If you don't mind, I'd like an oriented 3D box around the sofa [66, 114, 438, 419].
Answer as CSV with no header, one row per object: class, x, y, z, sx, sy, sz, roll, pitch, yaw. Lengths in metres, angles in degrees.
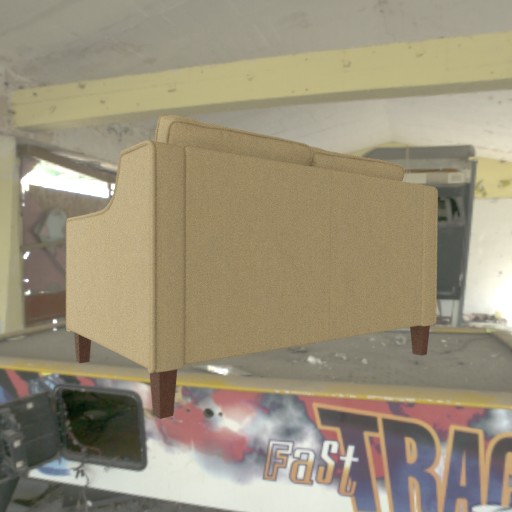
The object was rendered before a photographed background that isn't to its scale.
sofa,0.000,0.000,2.120,1.501,0.971,0.987,0,0,-37
